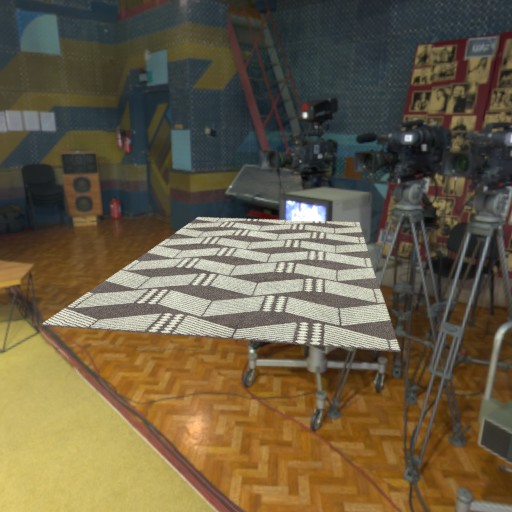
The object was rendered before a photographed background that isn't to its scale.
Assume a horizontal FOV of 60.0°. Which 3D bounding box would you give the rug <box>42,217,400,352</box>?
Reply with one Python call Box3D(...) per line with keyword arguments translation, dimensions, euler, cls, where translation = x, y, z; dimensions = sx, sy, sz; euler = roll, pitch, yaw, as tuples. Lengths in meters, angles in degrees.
Box3D(translation=(0.000, 0.000, 2.980), dimensions=(1.517, 0.011, 2.435), euler=(3, 16, 9), cls="rug")
